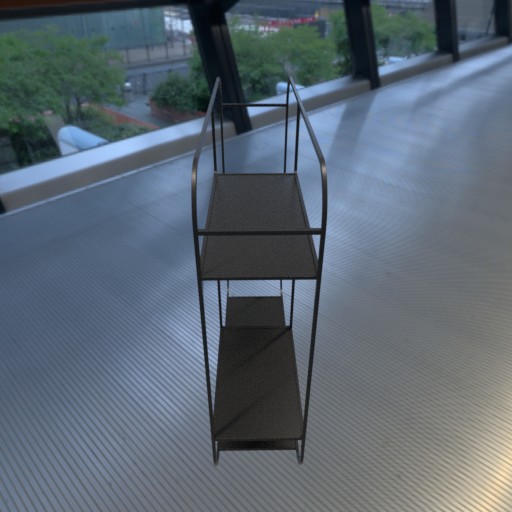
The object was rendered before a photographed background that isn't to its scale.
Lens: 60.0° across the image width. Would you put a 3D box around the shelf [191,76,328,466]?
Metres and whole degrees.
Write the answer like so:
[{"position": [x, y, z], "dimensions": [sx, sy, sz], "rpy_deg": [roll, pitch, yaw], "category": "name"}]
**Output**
[{"position": [0.000, 0.000, 0.909], "dimensions": [0.160, 0.600, 0.600], "rpy_deg": [0, 33, -1], "category": "shelf"}]
